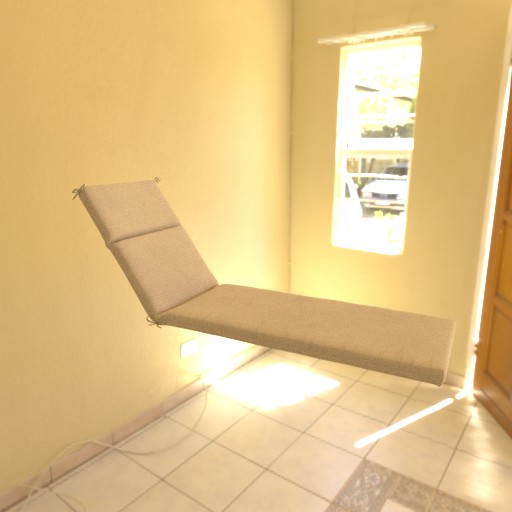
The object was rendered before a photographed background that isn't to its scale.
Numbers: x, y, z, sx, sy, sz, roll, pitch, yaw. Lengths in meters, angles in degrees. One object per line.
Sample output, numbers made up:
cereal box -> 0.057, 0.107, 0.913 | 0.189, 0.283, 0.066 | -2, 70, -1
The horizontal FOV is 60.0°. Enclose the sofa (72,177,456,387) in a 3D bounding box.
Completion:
sofa -> 0.000, 0.000, 1.982 | 1.663, 0.622, 0.582 | 7, 15, 26
